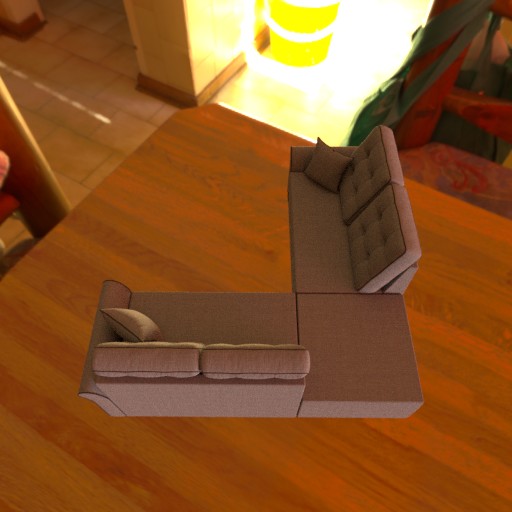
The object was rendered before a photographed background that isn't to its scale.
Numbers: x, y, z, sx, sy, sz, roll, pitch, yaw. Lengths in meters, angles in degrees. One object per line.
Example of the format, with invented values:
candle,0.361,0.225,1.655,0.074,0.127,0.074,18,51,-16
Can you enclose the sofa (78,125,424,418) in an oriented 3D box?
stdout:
sofa,0.000,0.000,3.216,2.070,0.988,2.068,0,57,0
